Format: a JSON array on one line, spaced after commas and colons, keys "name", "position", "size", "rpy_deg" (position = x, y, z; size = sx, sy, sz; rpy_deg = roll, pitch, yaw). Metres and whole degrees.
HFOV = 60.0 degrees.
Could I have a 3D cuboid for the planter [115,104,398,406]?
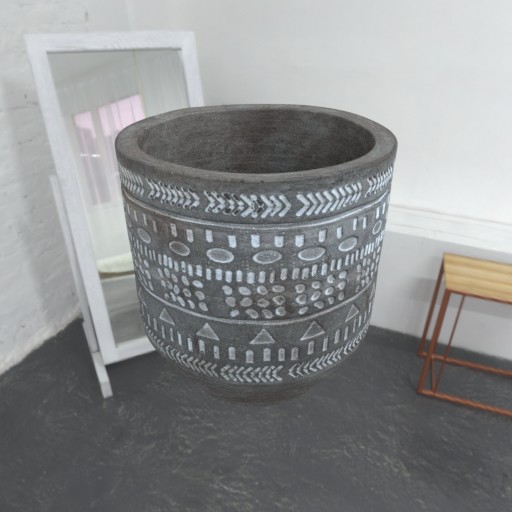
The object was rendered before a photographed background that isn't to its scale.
[{"name": "planter", "position": [0.000, 0.000, 0.265], "size": [0.142, 0.149, 0.142], "rpy_deg": [0, 30, 0]}]
